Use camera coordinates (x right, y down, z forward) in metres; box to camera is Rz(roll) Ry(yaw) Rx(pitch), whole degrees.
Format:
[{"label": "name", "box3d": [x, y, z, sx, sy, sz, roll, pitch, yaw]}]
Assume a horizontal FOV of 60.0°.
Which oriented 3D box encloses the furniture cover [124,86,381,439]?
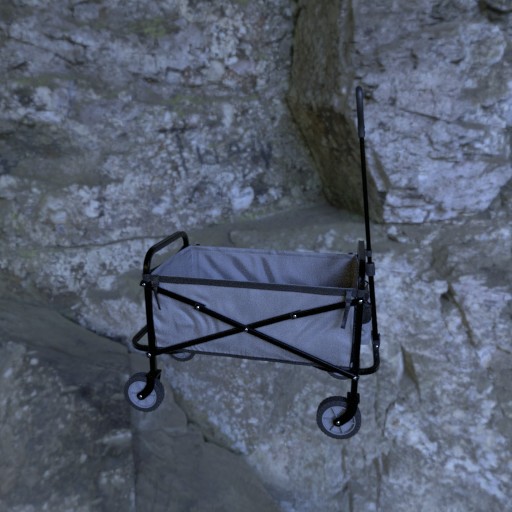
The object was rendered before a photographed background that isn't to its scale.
[{"label": "furniture cover", "box3d": [0.000, 0.000, 1.820, 1.038, 1.295, 0.532, 3, 17, 12]}]
